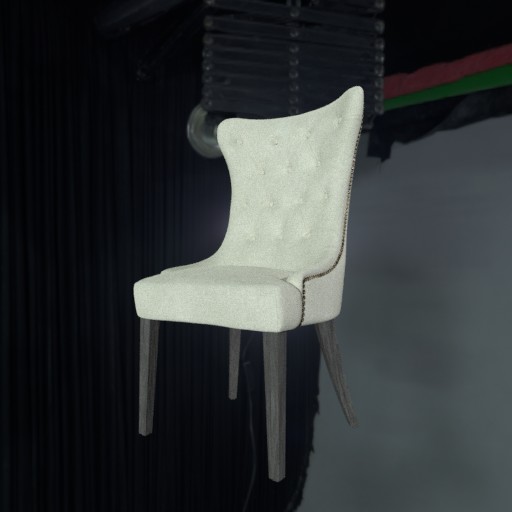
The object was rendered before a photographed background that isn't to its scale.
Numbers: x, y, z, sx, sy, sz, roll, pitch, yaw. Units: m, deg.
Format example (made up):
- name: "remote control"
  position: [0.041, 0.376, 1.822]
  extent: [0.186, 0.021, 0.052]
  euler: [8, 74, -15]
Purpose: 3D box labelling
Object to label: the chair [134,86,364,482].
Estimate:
- name: "chair"
  position: [0.000, 0.000, 1.389]
  extent: [0.584, 1.065, 0.590]
  euler: [-1, -1, 36]
